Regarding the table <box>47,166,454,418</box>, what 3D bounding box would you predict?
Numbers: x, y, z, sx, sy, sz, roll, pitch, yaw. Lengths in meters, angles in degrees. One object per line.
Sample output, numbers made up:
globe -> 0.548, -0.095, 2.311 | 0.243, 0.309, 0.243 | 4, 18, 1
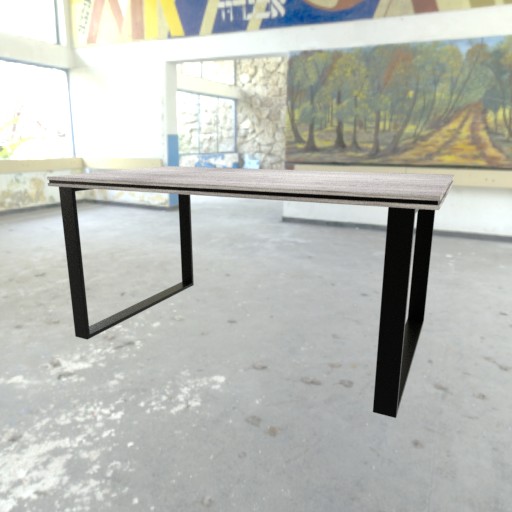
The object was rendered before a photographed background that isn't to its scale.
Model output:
table -> 0.000, 0.000, 2.059 | 1.579, 0.736, 0.881 | 7, 16, 25
